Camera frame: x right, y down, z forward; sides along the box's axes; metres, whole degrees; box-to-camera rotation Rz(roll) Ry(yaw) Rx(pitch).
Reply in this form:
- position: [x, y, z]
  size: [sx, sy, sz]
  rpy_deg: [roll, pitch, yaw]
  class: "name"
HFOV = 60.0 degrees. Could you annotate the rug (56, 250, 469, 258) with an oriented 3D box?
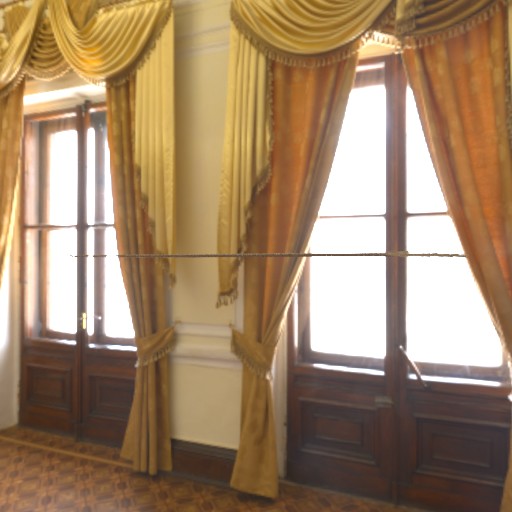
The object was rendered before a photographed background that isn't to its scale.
- position: [0.000, 0.000, 3.125]
  size: [2.523, 0.034, 1.528]
  rpy_deg: [0, -1, 35]
  class: "rug"
